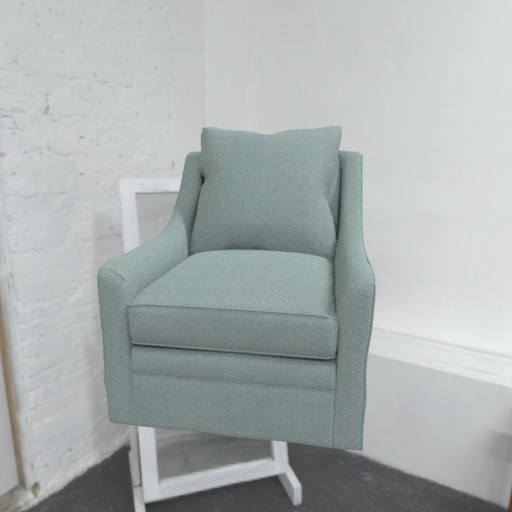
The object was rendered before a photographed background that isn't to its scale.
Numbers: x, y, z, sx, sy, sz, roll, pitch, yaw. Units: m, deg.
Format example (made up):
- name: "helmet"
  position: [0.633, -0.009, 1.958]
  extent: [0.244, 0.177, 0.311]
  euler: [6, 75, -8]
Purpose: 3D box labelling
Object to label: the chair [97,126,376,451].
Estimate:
- name: "chair"
  position: [0.000, 0.000, 1.584]
  extent: [0.760, 0.926, 0.870]
  euler: [2, 14, 10]
